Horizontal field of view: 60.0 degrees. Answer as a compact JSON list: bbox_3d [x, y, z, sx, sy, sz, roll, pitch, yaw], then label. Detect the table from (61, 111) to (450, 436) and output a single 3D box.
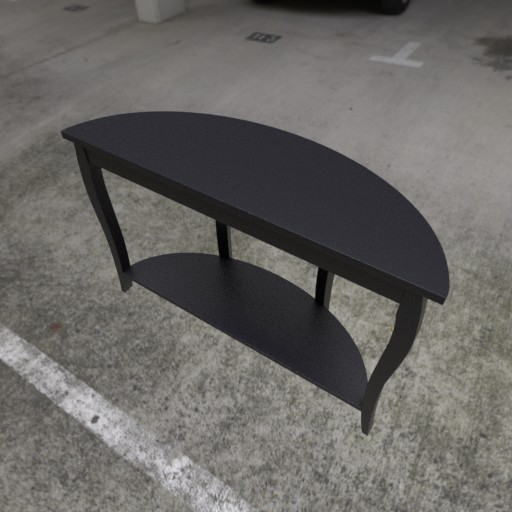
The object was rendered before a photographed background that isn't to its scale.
[{"bbox_3d":[0.000,0.000,1.562,1.219,0.780,0.394,25,51,22],"label":"table"}]
